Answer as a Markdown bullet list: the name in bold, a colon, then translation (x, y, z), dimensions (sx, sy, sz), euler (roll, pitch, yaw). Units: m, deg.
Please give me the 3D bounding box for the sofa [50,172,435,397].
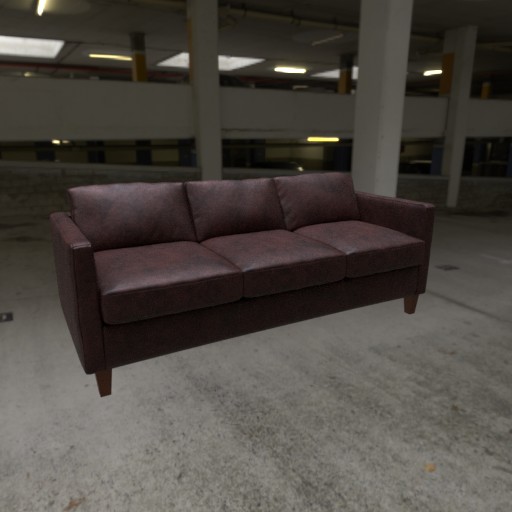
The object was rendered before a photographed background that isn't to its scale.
- **sofa**: translation (0.000, 0.000, 3.044), dimensions (2.464, 1.006, 1.045), euler (-8, 18, -28)
